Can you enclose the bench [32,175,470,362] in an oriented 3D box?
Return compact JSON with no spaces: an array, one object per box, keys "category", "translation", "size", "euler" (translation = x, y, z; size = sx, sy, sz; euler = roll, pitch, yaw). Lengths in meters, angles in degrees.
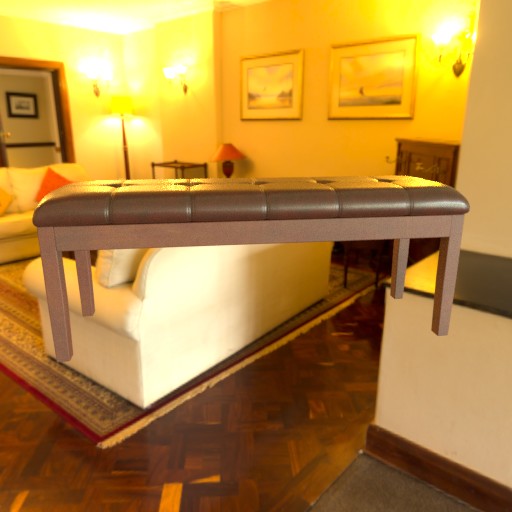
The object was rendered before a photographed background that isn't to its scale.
[{"category":"bench","translation":[0.000,0.000,1.482],"size":[1.259,0.491,0.401],"euler":[-2,17,-8]}]
